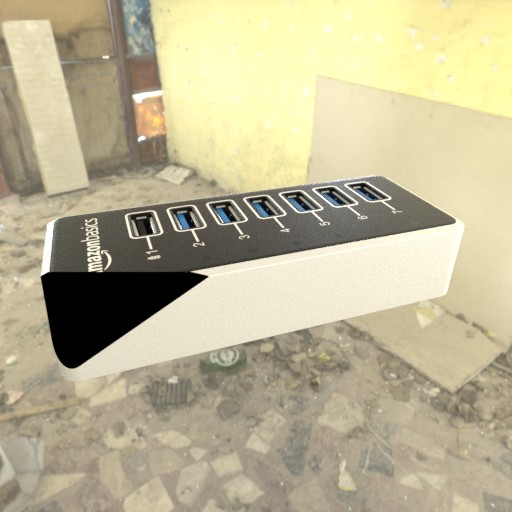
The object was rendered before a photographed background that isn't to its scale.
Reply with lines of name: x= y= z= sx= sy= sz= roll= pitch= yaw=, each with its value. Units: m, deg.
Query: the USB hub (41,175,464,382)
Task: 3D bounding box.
USB hub: x=0.000 y=0.000 z=0.129 sx=0.110 sy=0.023 sz=0.044 roll=-10 pitch=32 yaw=-17
